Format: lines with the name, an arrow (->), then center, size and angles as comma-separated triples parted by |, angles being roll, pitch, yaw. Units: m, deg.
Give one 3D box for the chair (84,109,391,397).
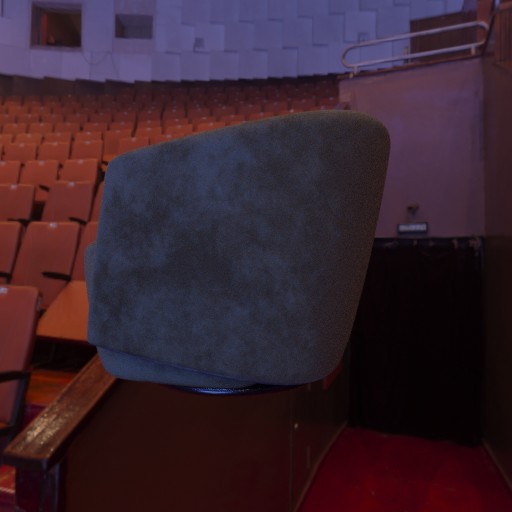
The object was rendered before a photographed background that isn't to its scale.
chair -> 0.000, 0.000, 1.317 | 0.767, 0.698, 0.773 | 0, -1, 18
